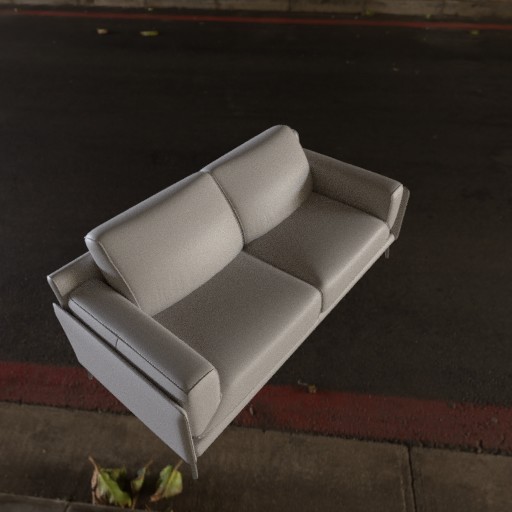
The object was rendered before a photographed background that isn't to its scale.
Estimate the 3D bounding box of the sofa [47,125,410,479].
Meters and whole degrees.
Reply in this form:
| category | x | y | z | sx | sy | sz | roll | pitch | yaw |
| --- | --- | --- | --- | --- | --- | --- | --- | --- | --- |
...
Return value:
| category | x | y | z | sx | sy | sz | roll | pitch | yaw |
| --- | --- | --- | --- | --- | --- | --- | --- | --- | --- |
| sofa | 0.000 | 0.000 | 2.612 | 1.049 | 0.930 | 2.101 | 28 | 48 | 28 |
